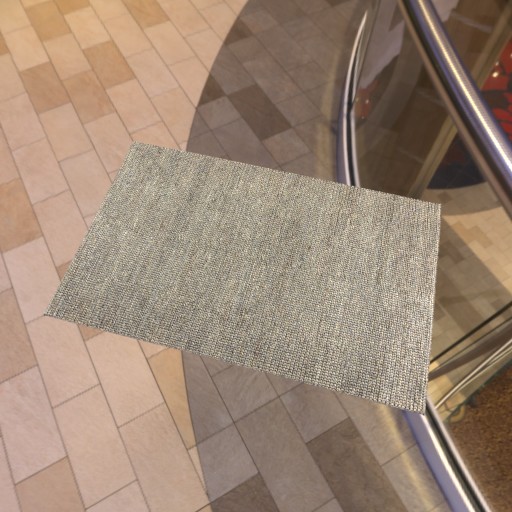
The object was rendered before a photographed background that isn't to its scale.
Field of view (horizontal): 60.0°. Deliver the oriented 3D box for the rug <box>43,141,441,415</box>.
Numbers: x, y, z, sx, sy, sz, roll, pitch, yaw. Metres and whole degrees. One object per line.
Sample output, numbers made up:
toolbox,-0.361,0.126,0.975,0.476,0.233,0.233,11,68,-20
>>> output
rug,0.000,0.000,3.067,2.443,0.021,1.538,13,63,7
